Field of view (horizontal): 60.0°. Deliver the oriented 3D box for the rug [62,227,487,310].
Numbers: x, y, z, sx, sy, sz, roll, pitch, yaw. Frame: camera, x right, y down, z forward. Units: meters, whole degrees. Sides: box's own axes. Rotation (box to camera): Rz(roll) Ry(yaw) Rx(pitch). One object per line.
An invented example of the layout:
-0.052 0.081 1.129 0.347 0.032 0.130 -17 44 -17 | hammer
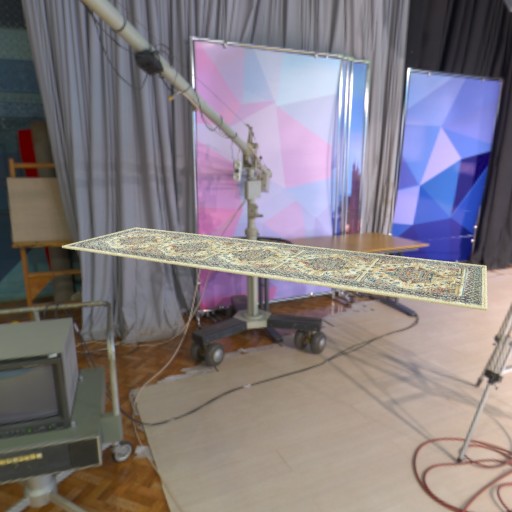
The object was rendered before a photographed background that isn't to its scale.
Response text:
0.000 0.000 2.470 2.297 0.013 0.661 7 16 26 | rug
